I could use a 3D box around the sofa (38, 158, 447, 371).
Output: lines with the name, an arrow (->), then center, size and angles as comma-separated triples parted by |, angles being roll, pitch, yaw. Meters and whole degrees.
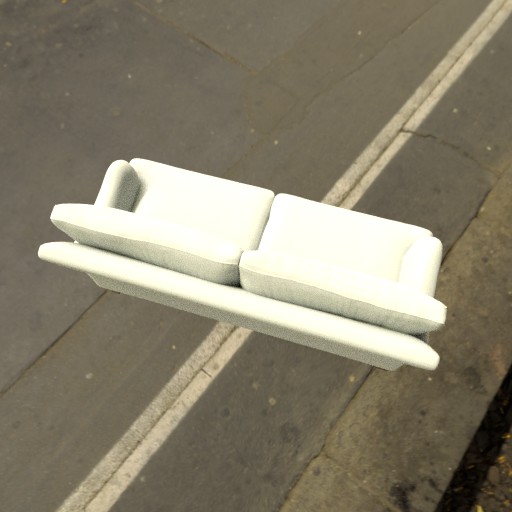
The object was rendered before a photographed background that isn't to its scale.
sofa -> 0.000, 0.000, 2.833 | 2.193, 1.096, 1.069 | 15, 65, 7
